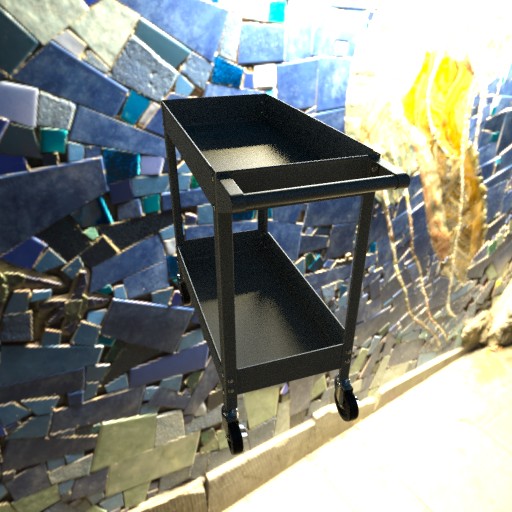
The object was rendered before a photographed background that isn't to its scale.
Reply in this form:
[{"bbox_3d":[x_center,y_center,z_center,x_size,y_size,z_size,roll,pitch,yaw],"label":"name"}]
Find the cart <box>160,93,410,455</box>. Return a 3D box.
[{"bbox_3d":[0.000,0.000,1.235,0.366,0.719,0.779,-10,32,-16],"label":"cart"}]
